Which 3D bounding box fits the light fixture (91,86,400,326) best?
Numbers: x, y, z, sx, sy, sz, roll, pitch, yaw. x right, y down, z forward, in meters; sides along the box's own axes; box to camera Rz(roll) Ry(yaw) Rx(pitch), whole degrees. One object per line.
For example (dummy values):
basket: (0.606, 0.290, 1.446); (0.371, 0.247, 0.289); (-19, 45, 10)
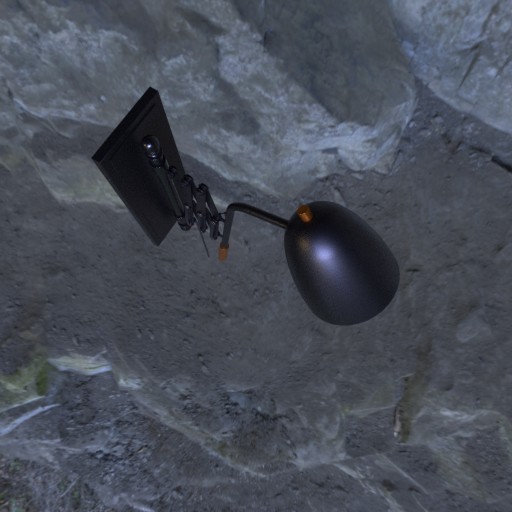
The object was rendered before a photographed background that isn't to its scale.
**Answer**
light fixture: (0.000, 0.000, 0.940); (0.499, 0.715, 0.162); (31, 76, 9)
